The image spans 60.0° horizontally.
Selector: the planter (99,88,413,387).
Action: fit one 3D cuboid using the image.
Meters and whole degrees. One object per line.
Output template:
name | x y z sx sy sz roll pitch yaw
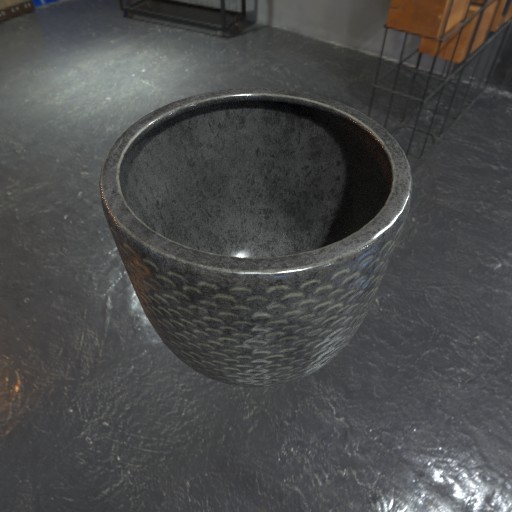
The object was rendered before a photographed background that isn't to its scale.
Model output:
planter | 0.000 0.000 0.246 0.140 0.129 0.140 0 47 0
